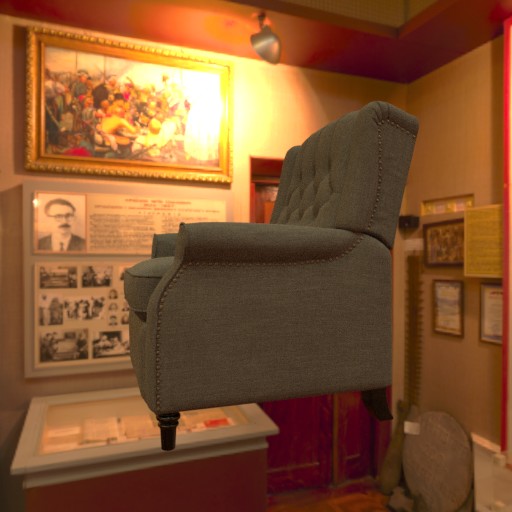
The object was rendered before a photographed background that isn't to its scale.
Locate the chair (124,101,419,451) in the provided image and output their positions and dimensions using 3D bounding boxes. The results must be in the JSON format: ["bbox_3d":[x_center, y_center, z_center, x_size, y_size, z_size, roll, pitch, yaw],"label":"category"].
[{"bbox_3d":[0.000,0.000,1.588,0.898,1.035,0.742,0,0,-19],"label":"chair"}]
